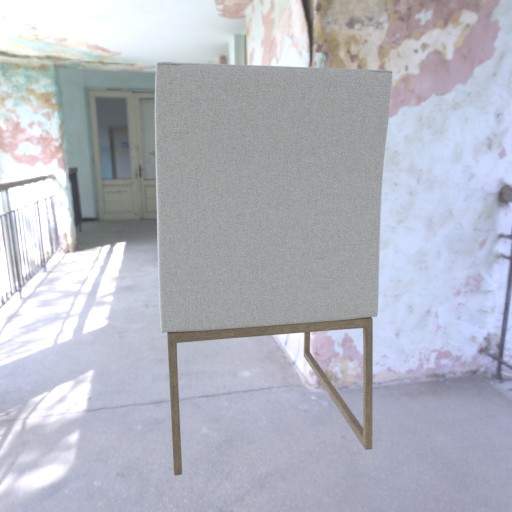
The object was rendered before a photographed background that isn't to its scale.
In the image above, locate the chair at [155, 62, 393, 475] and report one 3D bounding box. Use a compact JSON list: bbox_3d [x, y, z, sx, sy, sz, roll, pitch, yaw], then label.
[{"bbox_3d":[0.000,0.000,1.180,0.508,0.863,0.522,-3,14,-11],"label":"chair"}]
